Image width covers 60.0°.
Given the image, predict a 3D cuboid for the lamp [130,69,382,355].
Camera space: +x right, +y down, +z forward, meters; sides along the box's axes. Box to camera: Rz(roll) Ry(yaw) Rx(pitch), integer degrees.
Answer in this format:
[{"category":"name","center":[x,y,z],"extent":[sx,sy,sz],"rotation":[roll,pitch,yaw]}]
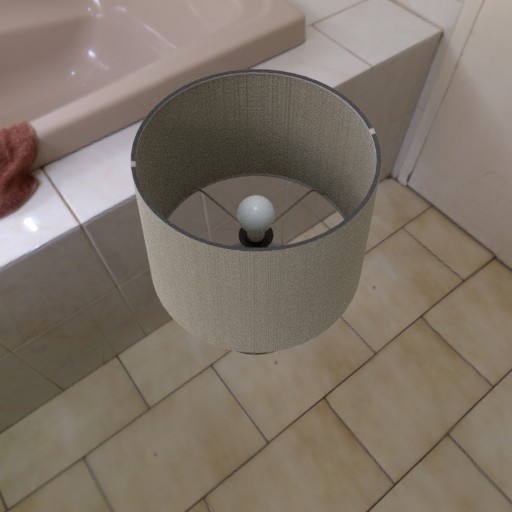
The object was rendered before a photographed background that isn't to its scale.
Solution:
[{"category":"lamp","center":[0.000,0.000,0.807],"extent":[0.376,0.540,0.376],"rotation":[0,58,0]}]
